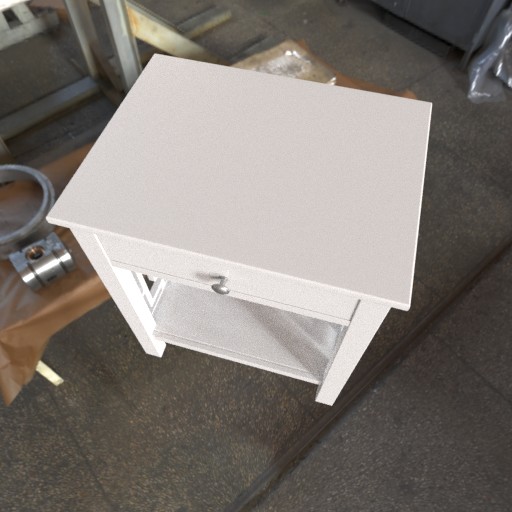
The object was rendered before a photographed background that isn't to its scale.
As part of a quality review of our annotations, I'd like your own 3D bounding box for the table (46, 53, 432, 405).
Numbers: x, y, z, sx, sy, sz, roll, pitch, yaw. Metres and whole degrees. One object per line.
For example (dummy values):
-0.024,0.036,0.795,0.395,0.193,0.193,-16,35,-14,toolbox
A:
0.000,0.000,1.033,0.564,0.646,0.451,13,59,8,table
